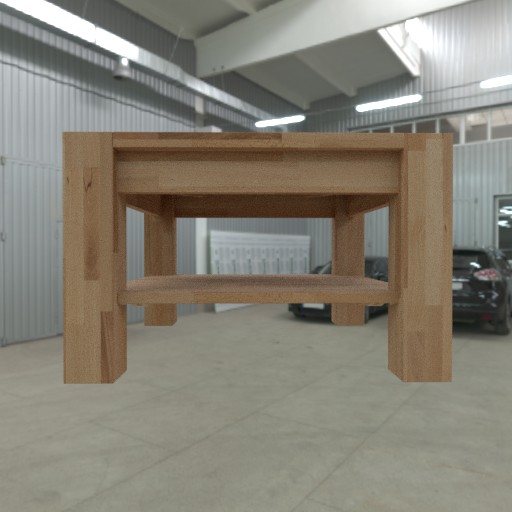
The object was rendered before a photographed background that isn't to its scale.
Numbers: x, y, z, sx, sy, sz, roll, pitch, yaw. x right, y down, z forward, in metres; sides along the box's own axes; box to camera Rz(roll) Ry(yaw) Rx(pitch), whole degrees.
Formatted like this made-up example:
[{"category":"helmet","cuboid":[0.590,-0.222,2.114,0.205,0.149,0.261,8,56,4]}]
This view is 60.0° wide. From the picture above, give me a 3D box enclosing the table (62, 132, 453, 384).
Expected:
[{"category":"table","cuboid":[0.000,0.000,1.145,0.700,0.451,0.700,0,1,-1]}]
